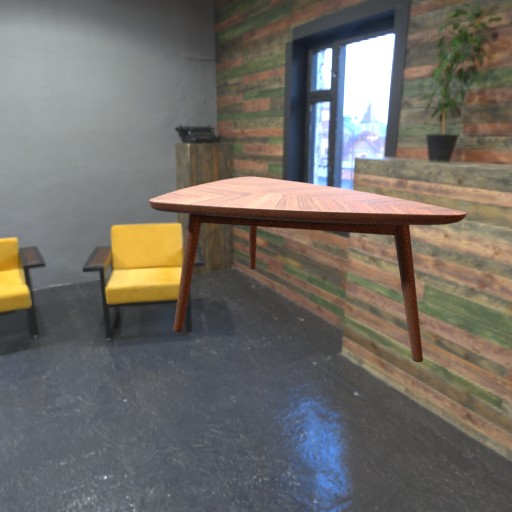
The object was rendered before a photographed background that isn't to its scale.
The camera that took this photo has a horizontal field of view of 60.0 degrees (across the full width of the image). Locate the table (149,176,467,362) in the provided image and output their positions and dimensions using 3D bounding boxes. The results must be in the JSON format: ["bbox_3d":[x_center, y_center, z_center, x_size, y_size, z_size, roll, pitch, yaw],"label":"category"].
[{"bbox_3d":[0.000,0.000,1.293,0.601,0.365,1.008,-8,17,-27],"label":"table"}]
